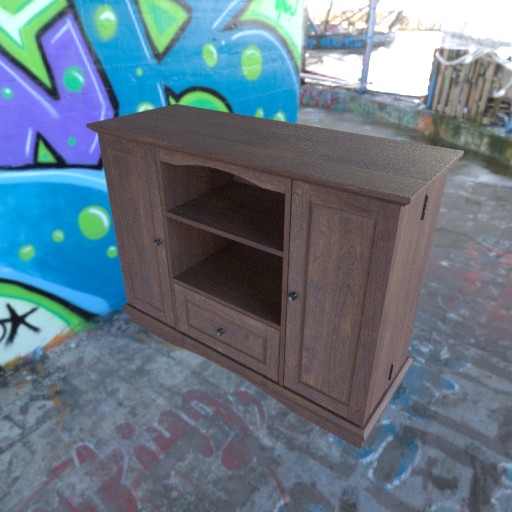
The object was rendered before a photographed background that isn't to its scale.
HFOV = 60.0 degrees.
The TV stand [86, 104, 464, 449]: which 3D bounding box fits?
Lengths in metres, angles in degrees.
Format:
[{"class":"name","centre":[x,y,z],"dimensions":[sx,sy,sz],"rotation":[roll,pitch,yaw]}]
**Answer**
[{"class":"TV stand","centre":[0.000,0.000,1.505],"dimensions":[1.067,0.813,0.406],"rotation":[20,35,31]}]
